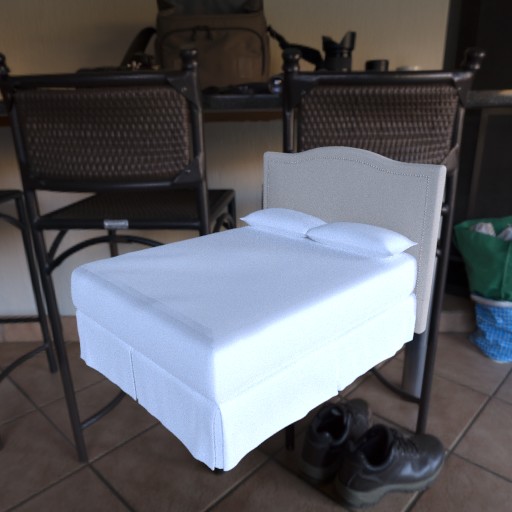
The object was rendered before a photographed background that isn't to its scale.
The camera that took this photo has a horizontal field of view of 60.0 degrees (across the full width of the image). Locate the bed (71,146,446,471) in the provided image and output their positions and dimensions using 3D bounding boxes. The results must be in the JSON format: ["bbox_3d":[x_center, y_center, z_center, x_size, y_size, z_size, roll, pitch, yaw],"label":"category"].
[{"bbox_3d":[0.000,0.000,3.096,2.052,1.398,1.678,-17,24,-42],"label":"bed"}]
